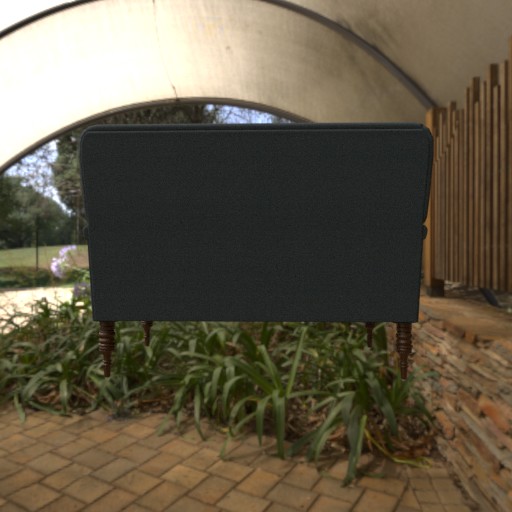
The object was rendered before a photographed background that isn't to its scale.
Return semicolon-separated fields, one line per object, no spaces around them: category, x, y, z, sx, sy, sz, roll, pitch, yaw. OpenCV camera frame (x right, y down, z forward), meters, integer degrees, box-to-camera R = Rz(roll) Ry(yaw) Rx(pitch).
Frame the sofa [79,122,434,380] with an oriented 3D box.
sofa;0.000;0.000;1.846;1.297;0.889;0.779;0;0;2
